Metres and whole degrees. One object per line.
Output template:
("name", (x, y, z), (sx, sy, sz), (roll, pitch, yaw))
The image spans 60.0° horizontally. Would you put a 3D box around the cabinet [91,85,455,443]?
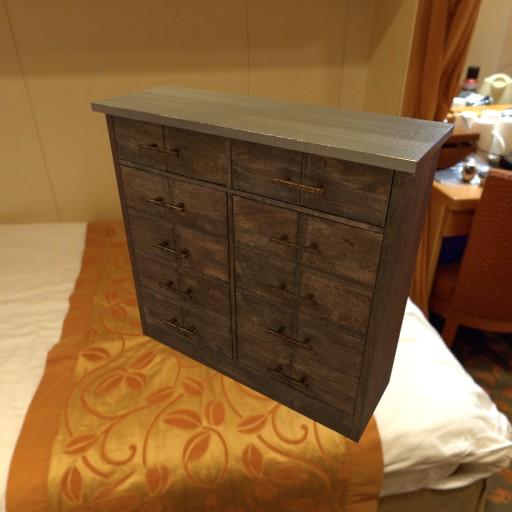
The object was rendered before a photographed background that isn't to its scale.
("cabinet", (0.000, 0.000, 1.450), (0.968, 0.919, 0.338), (19, 36, 28))
